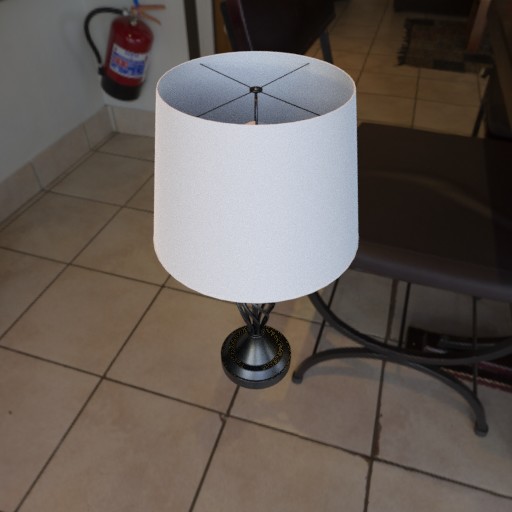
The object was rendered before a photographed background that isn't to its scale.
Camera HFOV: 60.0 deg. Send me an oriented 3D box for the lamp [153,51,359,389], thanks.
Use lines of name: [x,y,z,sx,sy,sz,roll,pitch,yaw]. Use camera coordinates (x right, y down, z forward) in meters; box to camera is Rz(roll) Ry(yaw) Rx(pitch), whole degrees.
lamp: [0.000,0.000,0.764,0.331,0.594,0.331,0,41,0]
